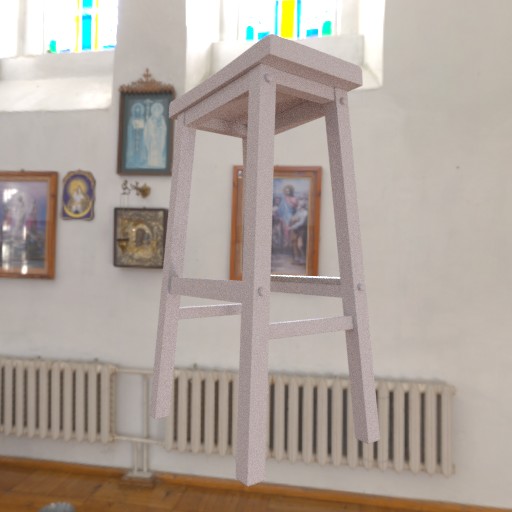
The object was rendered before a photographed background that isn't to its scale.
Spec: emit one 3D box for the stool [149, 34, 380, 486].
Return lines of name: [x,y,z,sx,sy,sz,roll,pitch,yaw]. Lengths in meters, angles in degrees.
stool: [0.000,0.000,0.967,0.322,0.742,0.406,1,-1,-35]
